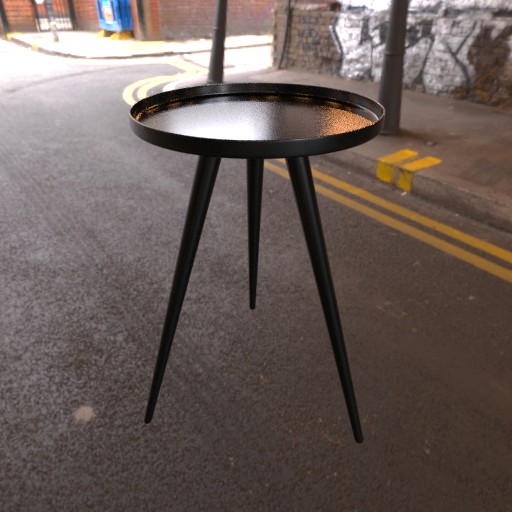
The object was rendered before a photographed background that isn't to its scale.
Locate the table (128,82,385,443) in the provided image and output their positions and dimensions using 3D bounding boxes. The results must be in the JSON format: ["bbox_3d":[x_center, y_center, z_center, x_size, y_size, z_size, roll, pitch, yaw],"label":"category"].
[{"bbox_3d":[0.000,0.000,0.815,0.403,0.548,0.415,1,31,2],"label":"table"}]
